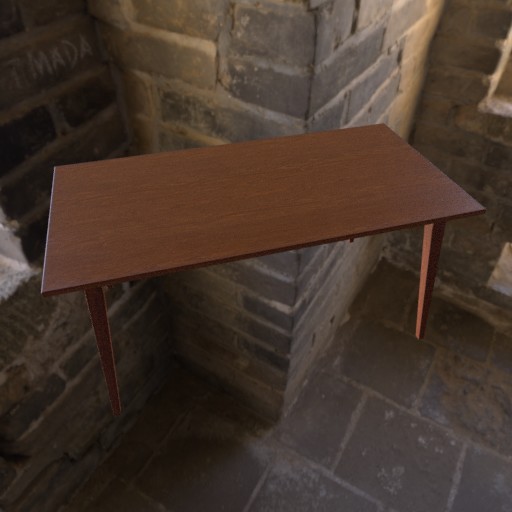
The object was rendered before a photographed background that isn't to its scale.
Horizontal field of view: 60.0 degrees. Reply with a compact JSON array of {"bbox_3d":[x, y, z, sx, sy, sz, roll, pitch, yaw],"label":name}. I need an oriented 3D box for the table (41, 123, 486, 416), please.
[{"bbox_3d":[0.000,0.000,2.069,1.609,0.755,0.811,-11,42,-12],"label":"table"}]
